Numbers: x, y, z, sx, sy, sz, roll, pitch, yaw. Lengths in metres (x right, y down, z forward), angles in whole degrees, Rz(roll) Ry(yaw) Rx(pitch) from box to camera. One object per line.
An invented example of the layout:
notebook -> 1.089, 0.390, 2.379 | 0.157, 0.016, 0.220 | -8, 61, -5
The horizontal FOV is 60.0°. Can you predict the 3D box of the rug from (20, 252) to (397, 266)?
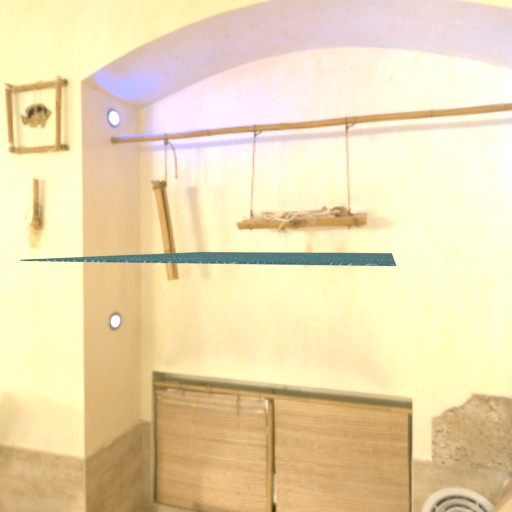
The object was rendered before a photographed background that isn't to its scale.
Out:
rug -> 0.000, 0.000, 4.103 | 2.432, 0.012, 3.033 | 0, 2, 17
